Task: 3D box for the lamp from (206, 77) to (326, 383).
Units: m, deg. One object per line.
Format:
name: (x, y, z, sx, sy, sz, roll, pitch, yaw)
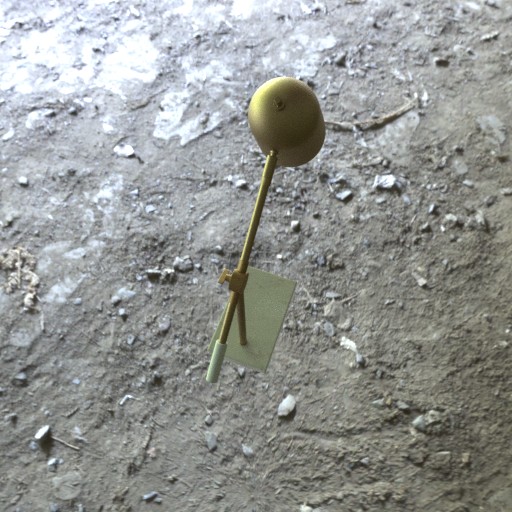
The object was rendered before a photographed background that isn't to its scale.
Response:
lamp: (0.000, 0.000, 0.832, 0.144, 0.603, 0.471, 18, 63, 9)
